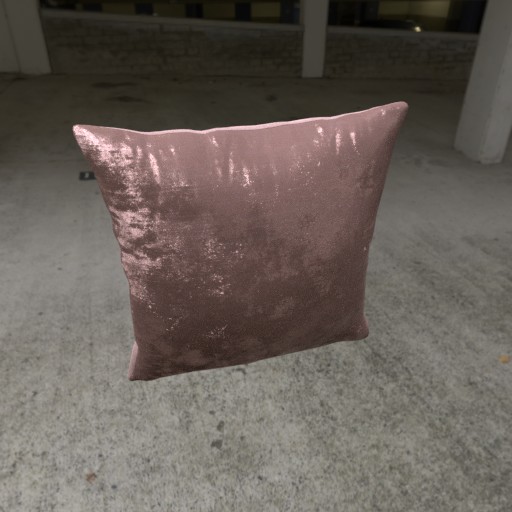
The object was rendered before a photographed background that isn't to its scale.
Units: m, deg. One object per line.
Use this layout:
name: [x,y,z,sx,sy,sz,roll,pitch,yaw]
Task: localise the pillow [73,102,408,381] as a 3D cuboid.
pillow: [0.000,0.000,0.718,0.470,0.464,0.175,-9,33,-14]
